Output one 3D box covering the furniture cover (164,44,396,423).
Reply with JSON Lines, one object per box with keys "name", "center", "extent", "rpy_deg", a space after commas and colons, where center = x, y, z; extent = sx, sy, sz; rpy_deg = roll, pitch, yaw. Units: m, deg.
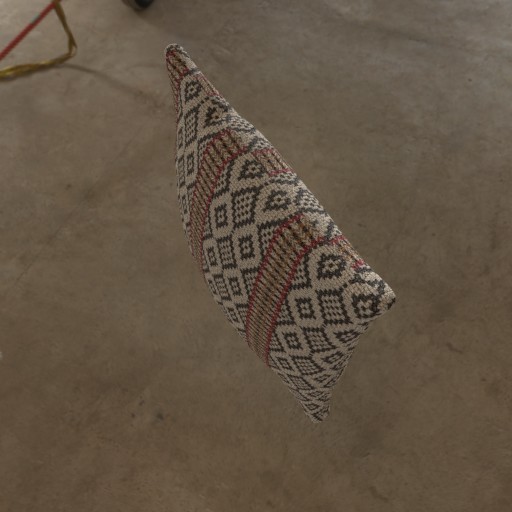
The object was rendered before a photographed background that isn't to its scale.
{"name": "furniture cover", "center": [0.000, 0.000, 0.753], "extent": [0.182, 0.506, 0.503], "rpy_deg": [-26, 61, -16]}
